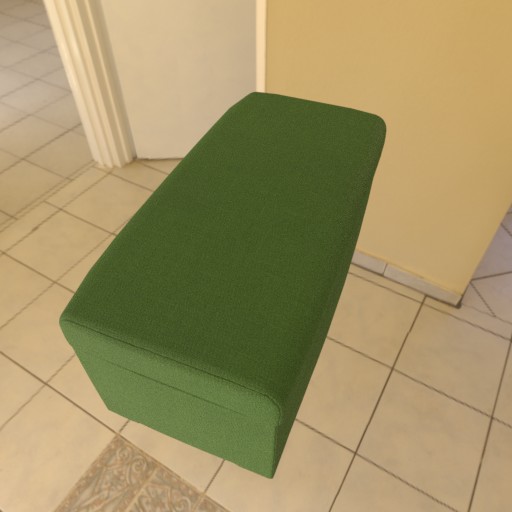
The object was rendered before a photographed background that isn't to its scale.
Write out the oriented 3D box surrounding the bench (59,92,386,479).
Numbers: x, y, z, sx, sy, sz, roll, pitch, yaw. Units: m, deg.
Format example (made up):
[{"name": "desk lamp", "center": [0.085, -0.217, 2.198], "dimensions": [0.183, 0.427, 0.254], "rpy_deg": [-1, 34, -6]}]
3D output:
[{"name": "bench", "center": [0.000, 0.000, 1.258], "dimensions": [0.505, 0.501, 0.989], "rpy_deg": [16, 49, 15]}]
